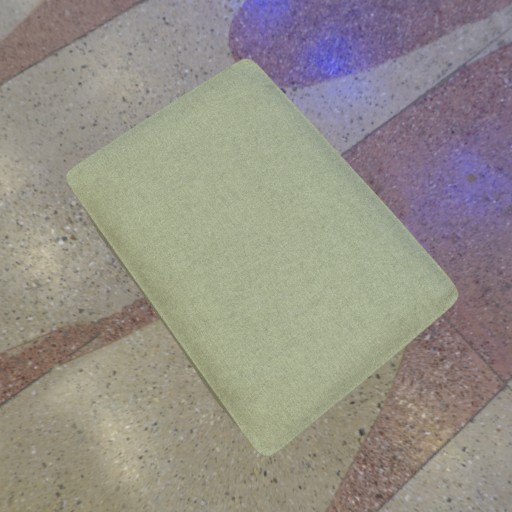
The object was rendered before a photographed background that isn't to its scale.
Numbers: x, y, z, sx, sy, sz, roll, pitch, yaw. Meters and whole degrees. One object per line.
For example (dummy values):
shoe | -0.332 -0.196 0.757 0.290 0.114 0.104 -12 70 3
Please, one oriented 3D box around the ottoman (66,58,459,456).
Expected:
ottoman | 0.000 0.000 1.252 0.611 0.508 0.848 -36 78 -9
